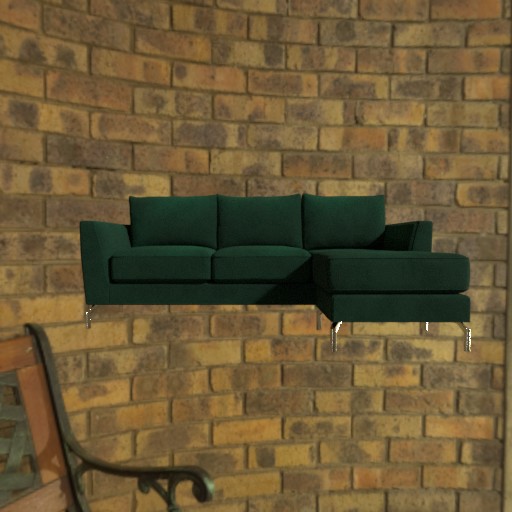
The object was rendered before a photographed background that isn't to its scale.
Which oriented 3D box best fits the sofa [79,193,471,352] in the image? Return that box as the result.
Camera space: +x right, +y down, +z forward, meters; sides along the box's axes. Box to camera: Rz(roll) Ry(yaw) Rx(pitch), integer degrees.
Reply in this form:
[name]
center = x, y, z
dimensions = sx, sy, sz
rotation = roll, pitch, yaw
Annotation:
[sofa]
center = 0.000, 0.000, 3.143
dimensions = 2.441, 1.007, 1.489
rotation = 0, 2, 0
